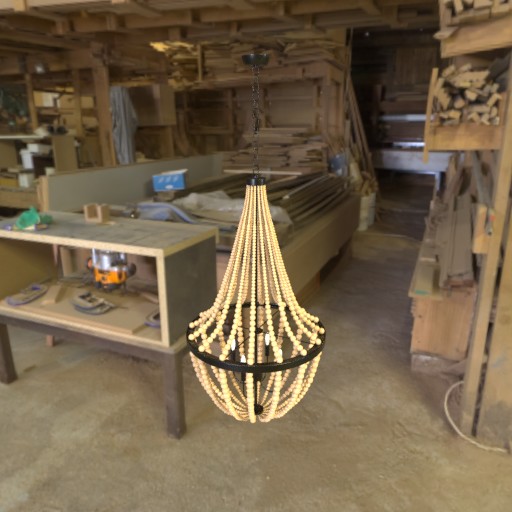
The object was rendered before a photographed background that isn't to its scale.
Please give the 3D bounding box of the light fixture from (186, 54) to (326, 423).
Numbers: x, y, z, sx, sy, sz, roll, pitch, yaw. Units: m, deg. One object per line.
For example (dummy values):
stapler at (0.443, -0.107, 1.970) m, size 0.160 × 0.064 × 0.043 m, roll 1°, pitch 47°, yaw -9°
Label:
light fixture at (0.000, 0.000, 1.368) m, size 0.450 × 1.133 × 0.450 m, roll 0°, pitch 17°, yaw 0°
